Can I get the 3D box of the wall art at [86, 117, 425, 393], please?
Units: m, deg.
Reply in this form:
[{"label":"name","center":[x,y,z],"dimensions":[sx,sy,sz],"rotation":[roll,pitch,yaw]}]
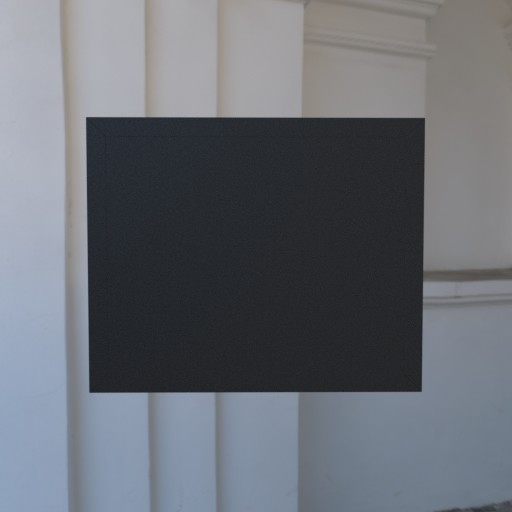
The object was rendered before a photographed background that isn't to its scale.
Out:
[{"label":"wall art","center":[0.000,0.000,0.751],"dimensions":[0.558,0.457,0.029],"rotation":[0,2,0]}]
